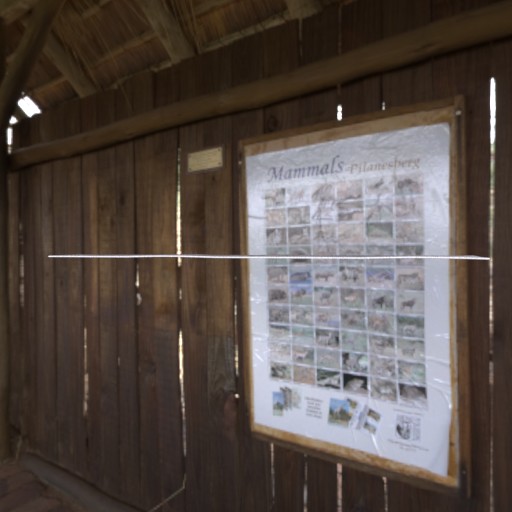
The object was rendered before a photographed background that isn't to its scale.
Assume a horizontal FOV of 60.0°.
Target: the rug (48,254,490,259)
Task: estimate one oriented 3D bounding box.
[{"bbox_3d":[0.000,0.000,2.716,2.439,0.013,0.762,0,1,18],"label":"rug"}]
